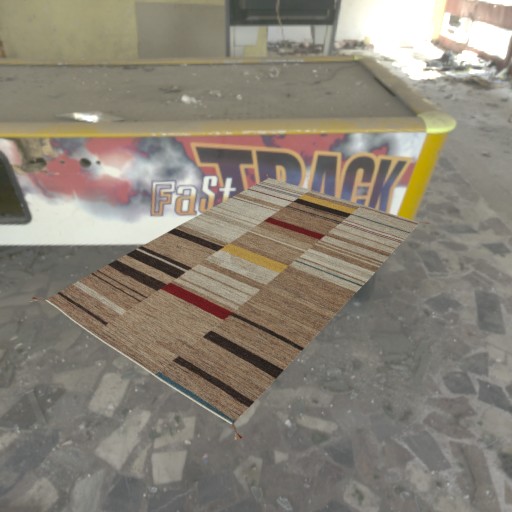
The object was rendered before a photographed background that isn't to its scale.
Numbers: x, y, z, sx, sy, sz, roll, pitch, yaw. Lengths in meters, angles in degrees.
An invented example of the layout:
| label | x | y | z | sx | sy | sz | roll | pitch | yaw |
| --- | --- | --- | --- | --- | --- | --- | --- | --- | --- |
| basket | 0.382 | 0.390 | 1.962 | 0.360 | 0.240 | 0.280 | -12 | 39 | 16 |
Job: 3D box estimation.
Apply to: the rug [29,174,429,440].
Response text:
| label | x | y | z | sx | sy | sz | roll | pitch | yaw |
| --- | --- | --- | --- | --- | --- | --- | --- | --- | --- |
| rug | 0.000 | 0.000 | 2.406 | 1.268 | 0.007 | 1.918 | 22 | 39 | 30 |
